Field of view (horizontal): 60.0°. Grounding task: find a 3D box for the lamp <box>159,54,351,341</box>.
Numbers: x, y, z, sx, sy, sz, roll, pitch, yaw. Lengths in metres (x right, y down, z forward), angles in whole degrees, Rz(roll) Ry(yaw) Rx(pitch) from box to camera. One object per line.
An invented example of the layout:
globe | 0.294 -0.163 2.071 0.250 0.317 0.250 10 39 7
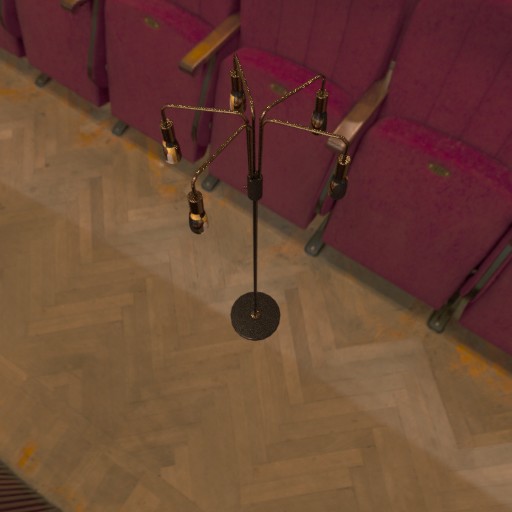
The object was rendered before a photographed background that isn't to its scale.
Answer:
lamp | 0.000 0.000 1.998 0.572 1.721 0.599 33 68 15
